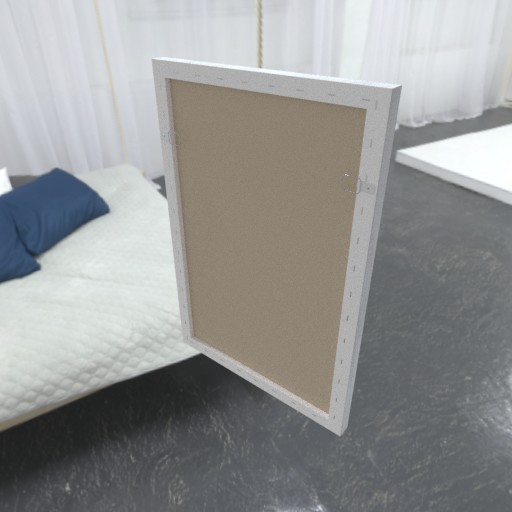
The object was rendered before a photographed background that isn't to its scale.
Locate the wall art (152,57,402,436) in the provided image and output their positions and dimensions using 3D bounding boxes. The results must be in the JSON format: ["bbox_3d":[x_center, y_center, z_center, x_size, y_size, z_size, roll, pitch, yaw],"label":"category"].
[{"bbox_3d":[0.000,0.000,1.168,0.624,0.914,0.043,22,37,32],"label":"wall art"}]
